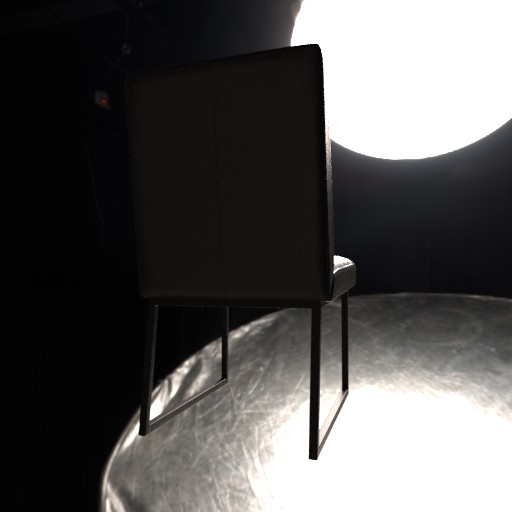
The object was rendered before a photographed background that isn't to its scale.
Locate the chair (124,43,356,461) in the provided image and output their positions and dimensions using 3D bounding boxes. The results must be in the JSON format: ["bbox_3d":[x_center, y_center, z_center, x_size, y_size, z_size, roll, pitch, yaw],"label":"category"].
[{"bbox_3d":[0.000,0.000,1.315,0.520,0.930,0.634,-1,-2,19],"label":"chair"}]
